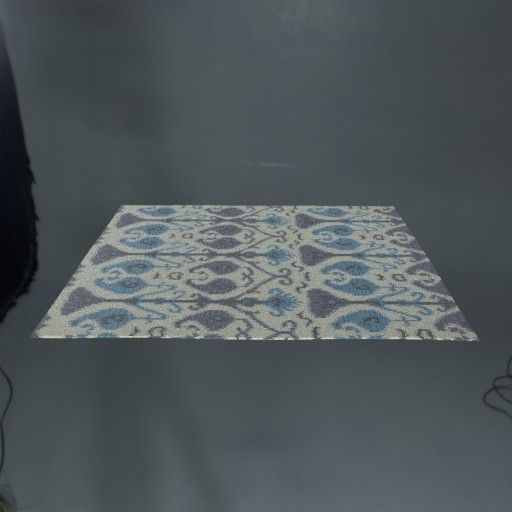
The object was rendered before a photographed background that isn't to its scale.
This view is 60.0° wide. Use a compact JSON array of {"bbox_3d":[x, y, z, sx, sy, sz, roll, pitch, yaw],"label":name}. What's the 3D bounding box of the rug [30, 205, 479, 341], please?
[{"bbox_3d":[0.000,0.000,2.945,2.261,0.013,1.676,0,30,1],"label":"rug"}]
